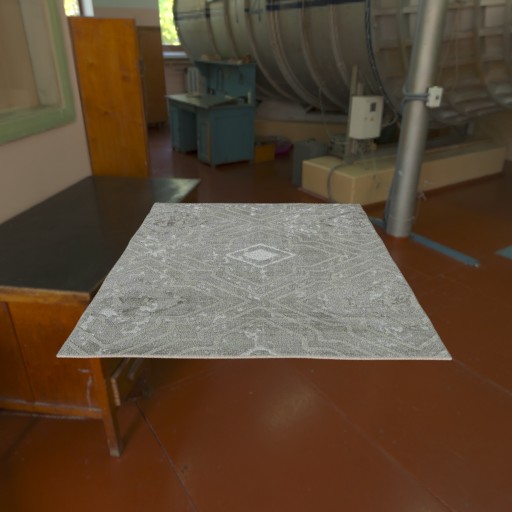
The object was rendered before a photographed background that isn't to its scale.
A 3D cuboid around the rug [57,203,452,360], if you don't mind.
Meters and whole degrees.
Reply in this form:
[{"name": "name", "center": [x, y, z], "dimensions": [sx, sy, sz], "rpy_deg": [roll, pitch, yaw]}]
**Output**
[{"name": "rug", "center": [0.000, 0.000, 0.897], "dimensions": [0.548, 0.006, 0.639], "rpy_deg": [0, 26, 1]}]
